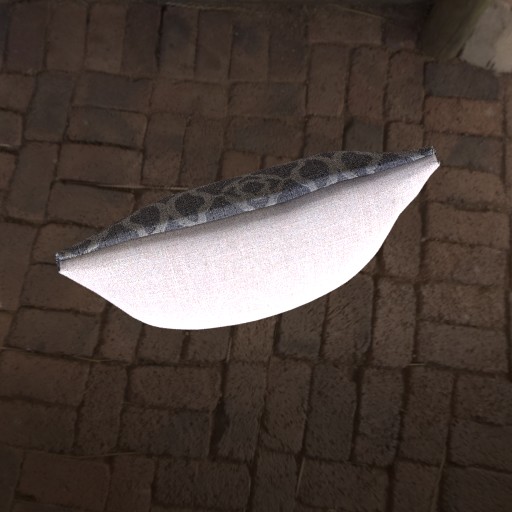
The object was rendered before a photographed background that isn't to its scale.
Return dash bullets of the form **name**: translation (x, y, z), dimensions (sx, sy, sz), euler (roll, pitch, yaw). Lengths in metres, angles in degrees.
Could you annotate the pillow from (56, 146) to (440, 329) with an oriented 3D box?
- **pillow**: translation (0.000, 0.000, 0.793), dimensions (0.508, 0.498, 0.215), euler (-17, 76, -4)
